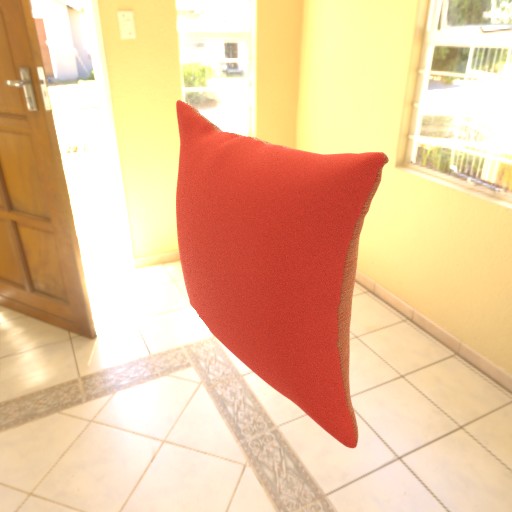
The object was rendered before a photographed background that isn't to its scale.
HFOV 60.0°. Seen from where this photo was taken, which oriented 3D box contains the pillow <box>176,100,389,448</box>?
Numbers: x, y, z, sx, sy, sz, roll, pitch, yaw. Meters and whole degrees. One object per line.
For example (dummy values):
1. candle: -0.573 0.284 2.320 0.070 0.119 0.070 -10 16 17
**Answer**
1. pillow: 0.000 0.000 0.831 0.229 0.501 0.559 -19 32 -32
